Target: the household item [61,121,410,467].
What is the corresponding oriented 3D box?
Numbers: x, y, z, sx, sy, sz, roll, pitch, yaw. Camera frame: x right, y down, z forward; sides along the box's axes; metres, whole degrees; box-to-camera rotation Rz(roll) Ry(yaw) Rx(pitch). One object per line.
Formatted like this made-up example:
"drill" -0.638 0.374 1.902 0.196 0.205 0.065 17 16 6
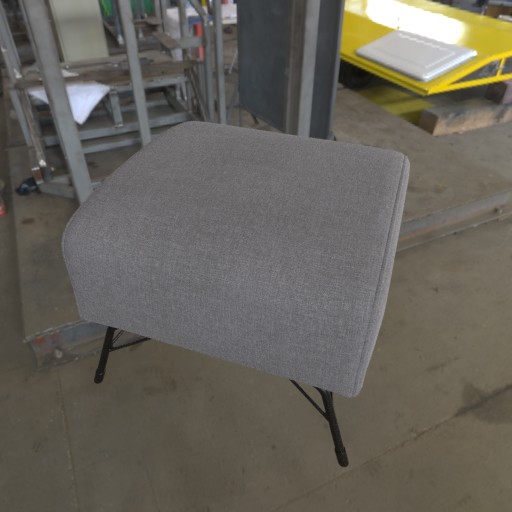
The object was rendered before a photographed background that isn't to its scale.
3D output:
"household item" 0.000 0.000 0.908 0.530 0.410 0.530 13 41 15
